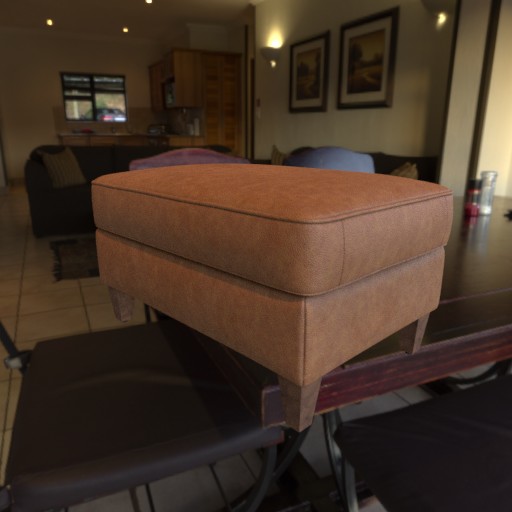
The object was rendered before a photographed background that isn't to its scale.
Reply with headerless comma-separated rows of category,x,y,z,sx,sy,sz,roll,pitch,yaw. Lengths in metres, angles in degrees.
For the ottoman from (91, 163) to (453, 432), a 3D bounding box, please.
ottoman,0.000,0.000,1.227,0.584,0.483,0.864,-15,21,-42
